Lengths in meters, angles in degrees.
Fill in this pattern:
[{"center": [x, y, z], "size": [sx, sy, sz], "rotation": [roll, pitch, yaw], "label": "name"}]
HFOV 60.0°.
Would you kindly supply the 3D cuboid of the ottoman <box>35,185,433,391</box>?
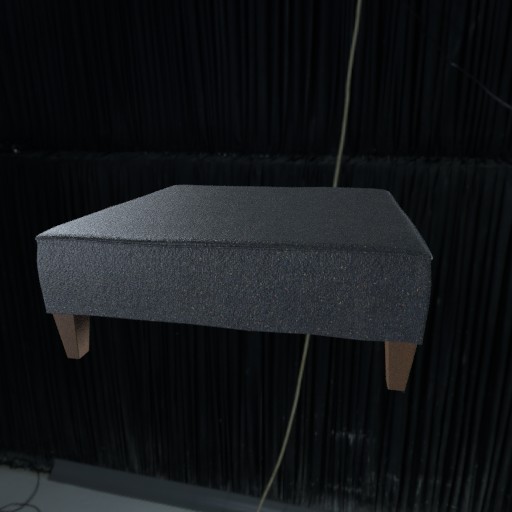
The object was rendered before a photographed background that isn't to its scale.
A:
[{"center": [0.000, 0.000, 1.547], "size": [0.968, 0.382, 1.004], "rotation": [3, 17, 10], "label": "ottoman"}]
